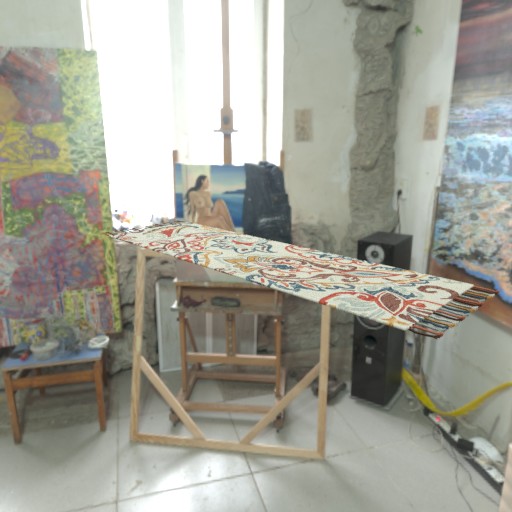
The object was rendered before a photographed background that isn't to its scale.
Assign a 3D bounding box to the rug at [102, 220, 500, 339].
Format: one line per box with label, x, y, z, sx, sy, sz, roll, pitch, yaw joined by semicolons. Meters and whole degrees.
rug;0.000;0.000;2.864;2.682;0.015;0.763;15;21;42
